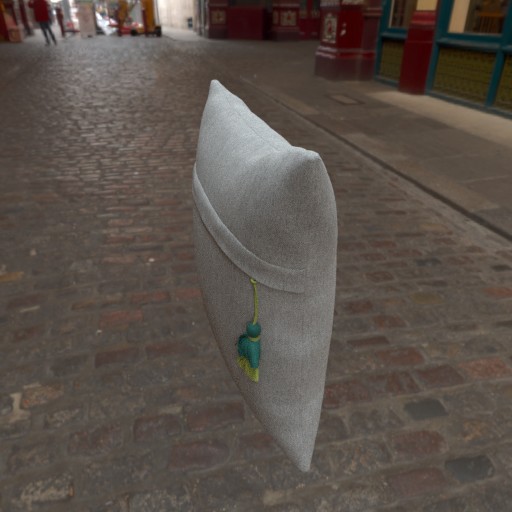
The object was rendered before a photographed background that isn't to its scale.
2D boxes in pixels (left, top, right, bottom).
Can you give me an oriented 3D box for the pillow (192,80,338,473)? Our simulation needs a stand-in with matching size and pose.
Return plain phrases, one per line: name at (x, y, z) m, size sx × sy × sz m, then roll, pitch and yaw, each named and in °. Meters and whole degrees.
pillow at (0.000, 0.000, 0.662) m, size 0.173 × 0.436 × 0.433 m, roll -8°, pitch 31°, yaw -14°
